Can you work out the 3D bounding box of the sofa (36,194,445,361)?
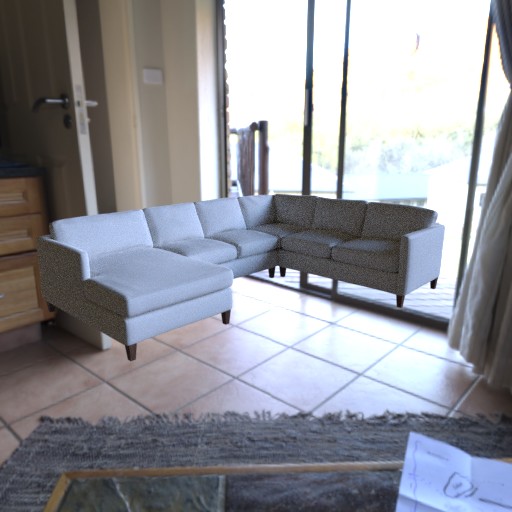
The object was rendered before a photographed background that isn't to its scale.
[{"bbox_3d":[0.000,0.000,4.604,2.593,0.956,3.459,13,19,42],"label":"sofa"}]
